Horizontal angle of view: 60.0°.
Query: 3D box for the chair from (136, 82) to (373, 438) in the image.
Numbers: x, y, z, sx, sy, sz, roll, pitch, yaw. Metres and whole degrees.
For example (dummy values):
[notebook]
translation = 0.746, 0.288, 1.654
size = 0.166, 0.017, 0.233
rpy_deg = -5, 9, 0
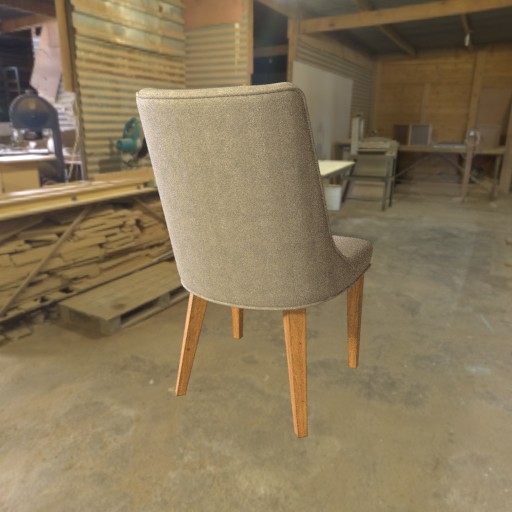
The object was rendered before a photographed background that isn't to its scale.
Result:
[chair]
translation = 0.000, 0.000, 1.308
size = 0.548, 0.916, 0.636
rpy_deg = 9, 19, 26
